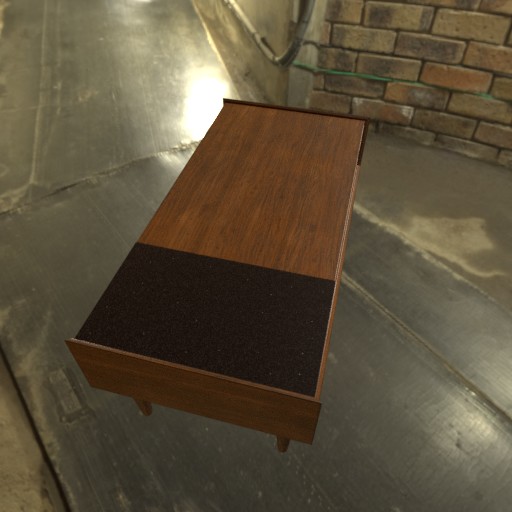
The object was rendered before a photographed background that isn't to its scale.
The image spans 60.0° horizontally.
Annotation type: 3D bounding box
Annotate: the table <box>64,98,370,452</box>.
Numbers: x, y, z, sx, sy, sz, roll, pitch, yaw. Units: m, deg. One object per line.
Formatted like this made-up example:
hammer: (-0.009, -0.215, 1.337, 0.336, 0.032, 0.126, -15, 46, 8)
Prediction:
table: (0.000, 0.000, 1.577, 0.610, 0.508, 1.221, 11, 48, 10)
